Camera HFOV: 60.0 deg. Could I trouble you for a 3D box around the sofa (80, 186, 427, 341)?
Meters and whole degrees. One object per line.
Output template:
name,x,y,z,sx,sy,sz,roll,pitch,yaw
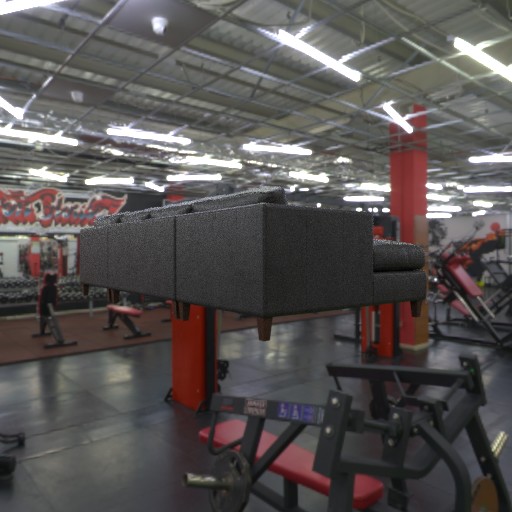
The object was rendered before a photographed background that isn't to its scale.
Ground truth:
sofa,0.000,0.000,4.405,2.452,0.891,3.324,0,1,-38
